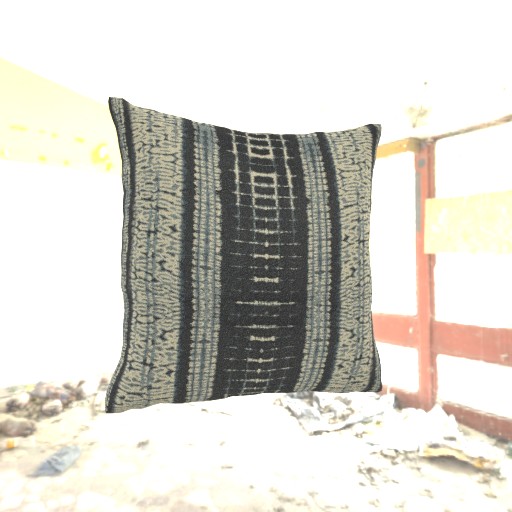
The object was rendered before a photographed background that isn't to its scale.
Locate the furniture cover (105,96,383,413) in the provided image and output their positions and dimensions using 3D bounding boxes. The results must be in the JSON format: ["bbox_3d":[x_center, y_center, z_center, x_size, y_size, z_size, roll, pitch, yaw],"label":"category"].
[{"bbox_3d":[0.000,0.000,0.661,0.425,0.435,0.133,0,-1,-16],"label":"furniture cover"}]
